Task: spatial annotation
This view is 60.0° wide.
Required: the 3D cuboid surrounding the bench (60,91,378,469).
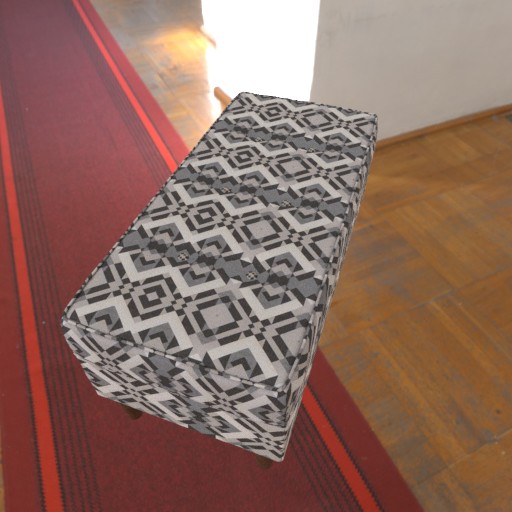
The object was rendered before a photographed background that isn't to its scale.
[{"bbox_3d":[0.000,0.000,1.292,0.492,0.477,1.016,15,49,13],"label":"bench"}]
